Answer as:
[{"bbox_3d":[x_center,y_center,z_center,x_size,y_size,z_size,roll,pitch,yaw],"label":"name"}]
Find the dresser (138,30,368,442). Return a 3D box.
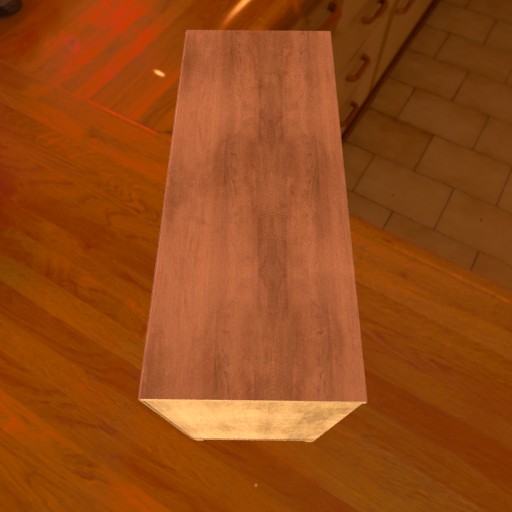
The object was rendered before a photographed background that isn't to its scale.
[{"bbox_3d":[0.000,0.000,1.368,0.404,0.816,0.994,1,63,0],"label":"dresser"}]
